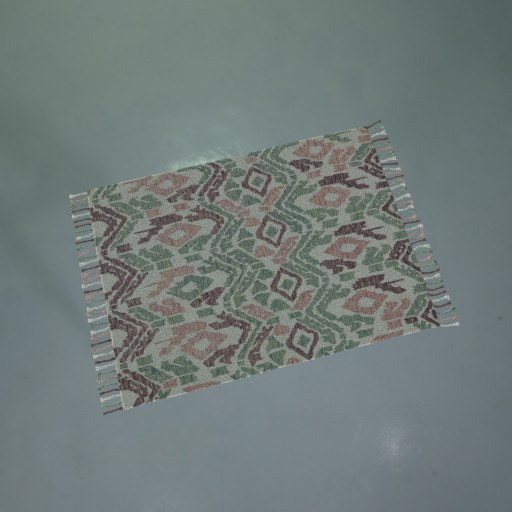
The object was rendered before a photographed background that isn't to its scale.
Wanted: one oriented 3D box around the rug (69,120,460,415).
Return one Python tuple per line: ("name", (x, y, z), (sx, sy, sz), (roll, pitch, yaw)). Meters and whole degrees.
("rug", (0.000, 0.000, 2.339), (1.829, 0.010, 1.219), (-14, 74, -4))
